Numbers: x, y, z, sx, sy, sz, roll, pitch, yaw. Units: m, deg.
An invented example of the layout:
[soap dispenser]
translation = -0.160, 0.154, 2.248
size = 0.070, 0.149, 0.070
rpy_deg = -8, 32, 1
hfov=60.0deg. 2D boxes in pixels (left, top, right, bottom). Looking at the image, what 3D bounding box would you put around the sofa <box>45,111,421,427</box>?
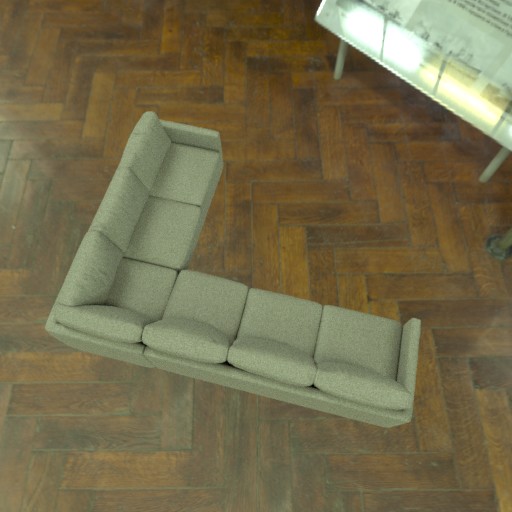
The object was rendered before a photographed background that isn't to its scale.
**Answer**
[sofa]
translation = 0.000, 0.000, 4.518
size = 3.302, 0.947, 2.593
rpy_deg = 13, 66, 6
